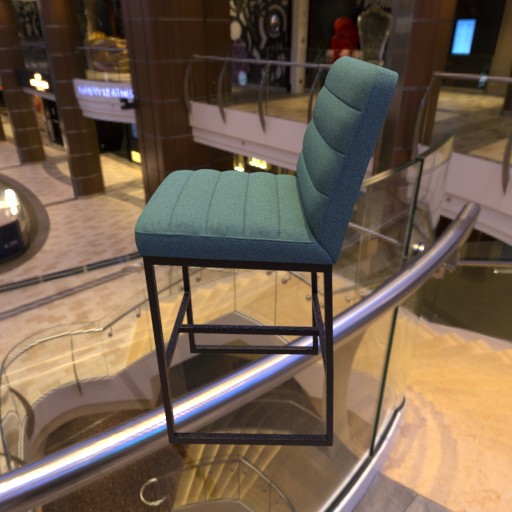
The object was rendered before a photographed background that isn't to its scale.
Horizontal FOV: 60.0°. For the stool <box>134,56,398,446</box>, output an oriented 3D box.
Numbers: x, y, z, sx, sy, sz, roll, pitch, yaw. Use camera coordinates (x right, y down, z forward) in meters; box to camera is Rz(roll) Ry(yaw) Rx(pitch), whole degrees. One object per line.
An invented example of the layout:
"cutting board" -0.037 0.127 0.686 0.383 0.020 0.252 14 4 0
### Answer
"stool" 0.000 0.000 1.277 0.560 1.040 0.460 1 27 1
